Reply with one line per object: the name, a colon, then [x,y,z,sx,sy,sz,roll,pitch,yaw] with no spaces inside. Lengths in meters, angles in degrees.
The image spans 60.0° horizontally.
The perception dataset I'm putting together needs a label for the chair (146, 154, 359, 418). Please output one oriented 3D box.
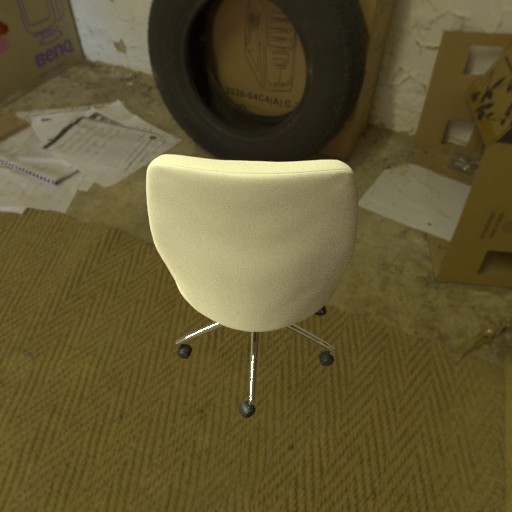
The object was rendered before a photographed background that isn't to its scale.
chair: [0.000,0.000,1.430,0.620,1.049,0.640,2,47,2]
